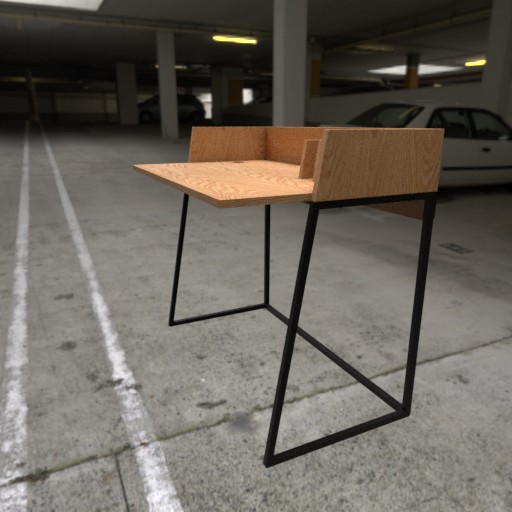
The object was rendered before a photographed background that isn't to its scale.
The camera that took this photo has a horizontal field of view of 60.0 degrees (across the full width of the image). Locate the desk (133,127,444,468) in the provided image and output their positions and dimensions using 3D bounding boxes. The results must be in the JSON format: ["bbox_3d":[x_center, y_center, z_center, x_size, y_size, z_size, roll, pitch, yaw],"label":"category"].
[{"bbox_3d":[0.000,0.000,1.910,0.769,1.061,1.191,-8,18,-25],"label":"desk"}]
